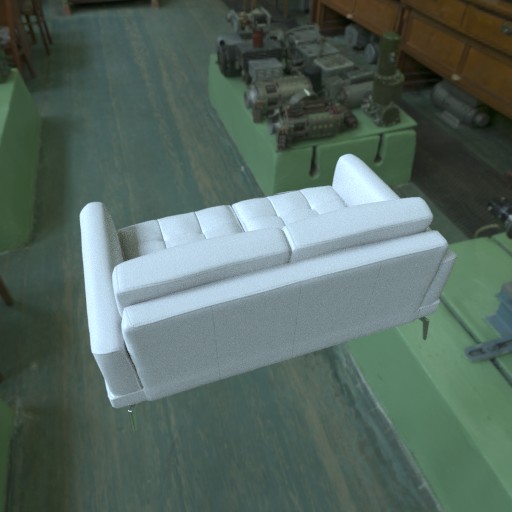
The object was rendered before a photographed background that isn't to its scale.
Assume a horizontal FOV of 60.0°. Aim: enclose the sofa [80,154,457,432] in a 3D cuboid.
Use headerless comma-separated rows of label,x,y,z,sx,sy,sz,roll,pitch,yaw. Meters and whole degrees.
sofa,0.000,0.000,2.464,1.819,0.930,1.121,-13,45,-14
